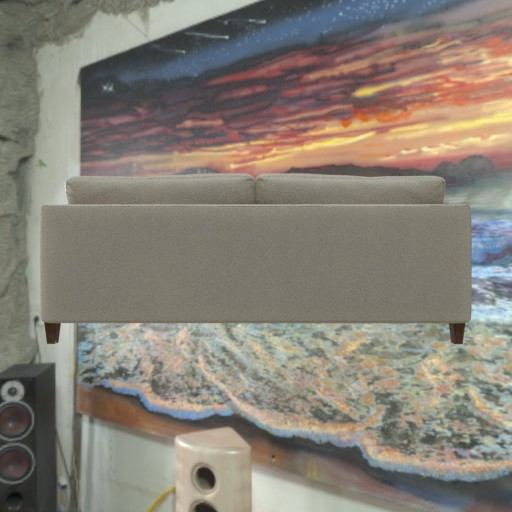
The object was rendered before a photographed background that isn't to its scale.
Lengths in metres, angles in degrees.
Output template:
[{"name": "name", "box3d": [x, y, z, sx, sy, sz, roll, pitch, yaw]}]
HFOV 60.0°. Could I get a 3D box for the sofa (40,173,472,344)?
[{"name": "sofa", "box3d": [0.000, 0.000, 2.855, 2.361, 0.968, 0.951, 0, 0, 0]}]
